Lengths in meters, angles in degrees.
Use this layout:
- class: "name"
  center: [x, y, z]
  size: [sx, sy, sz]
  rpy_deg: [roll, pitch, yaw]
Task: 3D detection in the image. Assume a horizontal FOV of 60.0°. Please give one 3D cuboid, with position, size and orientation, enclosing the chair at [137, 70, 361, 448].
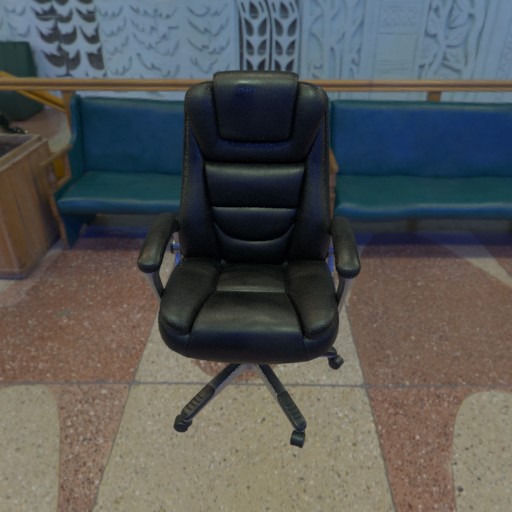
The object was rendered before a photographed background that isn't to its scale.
- class: "chair"
  center: [0.000, 0.000, 1.478]
  size: [0.697, 1.075, 0.689]
  rpy_deg: [1, 31, 2]
